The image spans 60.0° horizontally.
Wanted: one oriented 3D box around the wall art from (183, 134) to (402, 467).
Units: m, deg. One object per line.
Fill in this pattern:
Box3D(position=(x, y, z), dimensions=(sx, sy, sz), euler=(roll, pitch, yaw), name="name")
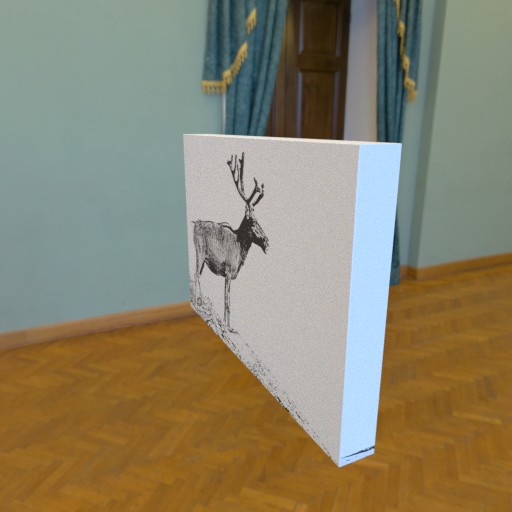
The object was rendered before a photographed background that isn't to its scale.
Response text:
Box3D(position=(0.000, 0.000, 0.501), dimensions=(0.038, 0.259, 0.381), euler=(-8, 18, -25), name="wall art")
